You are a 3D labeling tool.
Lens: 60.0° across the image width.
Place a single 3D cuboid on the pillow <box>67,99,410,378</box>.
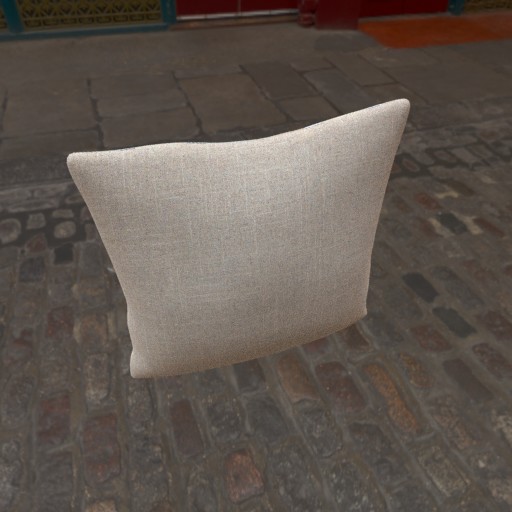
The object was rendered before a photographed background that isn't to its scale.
[{"bbox_3d":[0.000,0.000,0.870,0.578,0.558,0.192,-12,42,-14],"label":"pillow"}]
